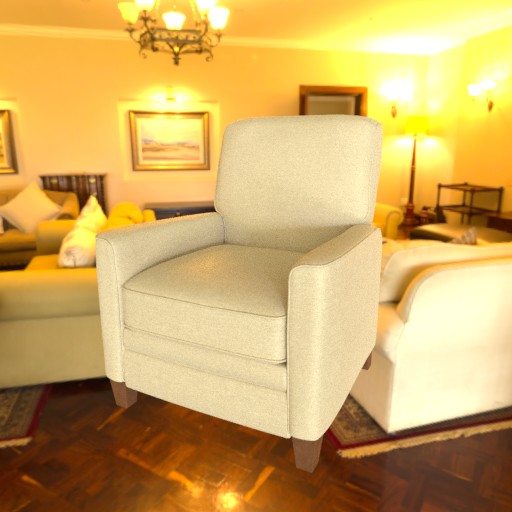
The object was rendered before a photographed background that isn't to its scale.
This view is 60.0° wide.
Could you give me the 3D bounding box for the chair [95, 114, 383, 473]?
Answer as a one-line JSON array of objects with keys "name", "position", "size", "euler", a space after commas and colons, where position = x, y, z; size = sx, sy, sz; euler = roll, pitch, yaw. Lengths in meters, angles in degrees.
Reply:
[{"name": "chair", "position": [0.000, 0.000, 1.631], "size": [0.841, 1.023, 0.858], "euler": [7, 16, 26]}]
